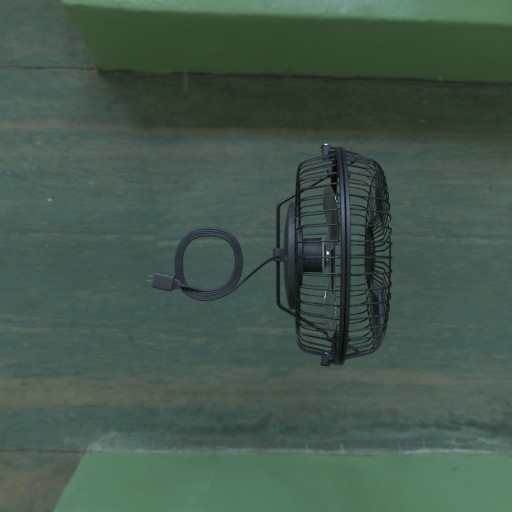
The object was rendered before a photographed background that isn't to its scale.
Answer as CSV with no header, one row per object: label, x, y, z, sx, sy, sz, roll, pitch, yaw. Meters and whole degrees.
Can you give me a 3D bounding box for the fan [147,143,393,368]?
fan,0.000,0.000,0.385,0.227,0.188,0.209,0,91,-1
